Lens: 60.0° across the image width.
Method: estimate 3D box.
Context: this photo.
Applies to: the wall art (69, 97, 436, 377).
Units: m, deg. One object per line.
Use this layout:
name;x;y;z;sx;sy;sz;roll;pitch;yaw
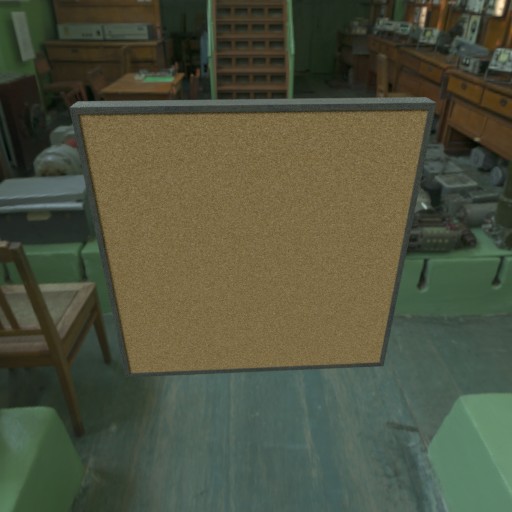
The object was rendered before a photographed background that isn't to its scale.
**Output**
wall art;0.000;0.000;0.757;0.507;0.507;0.037;-2;31;-3
